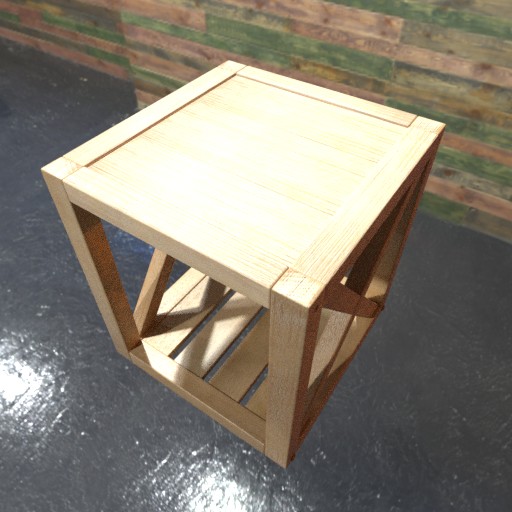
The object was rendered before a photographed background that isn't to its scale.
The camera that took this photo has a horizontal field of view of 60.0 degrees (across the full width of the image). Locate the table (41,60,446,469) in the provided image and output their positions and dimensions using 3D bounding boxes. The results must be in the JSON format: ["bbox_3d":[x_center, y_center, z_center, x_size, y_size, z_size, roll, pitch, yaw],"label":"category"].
[{"bbox_3d":[0.000,0.000,1.056,0.558,0.610,0.559,26,52,23],"label":"table"}]
